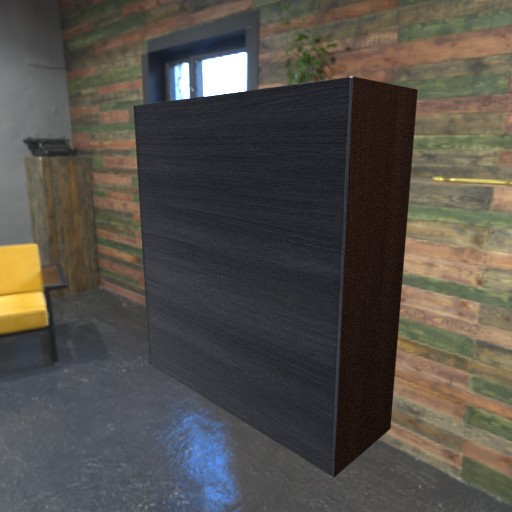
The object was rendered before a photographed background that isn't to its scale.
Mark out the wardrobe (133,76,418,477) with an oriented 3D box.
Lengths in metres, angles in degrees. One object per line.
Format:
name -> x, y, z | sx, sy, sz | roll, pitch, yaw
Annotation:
wardrobe -> 0.000, 0.000, 2.902 | 0.629, 1.960, 1.780 | -13, 19, -43
